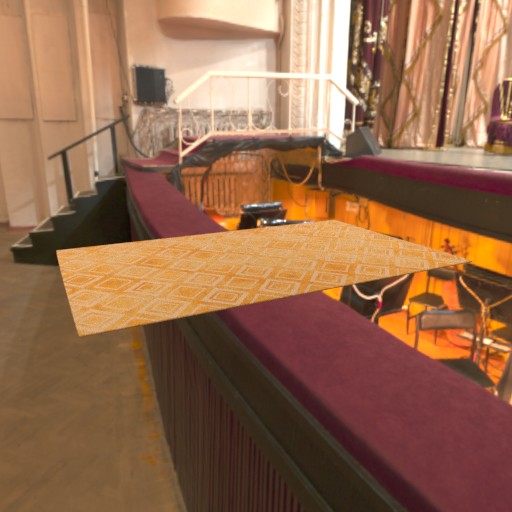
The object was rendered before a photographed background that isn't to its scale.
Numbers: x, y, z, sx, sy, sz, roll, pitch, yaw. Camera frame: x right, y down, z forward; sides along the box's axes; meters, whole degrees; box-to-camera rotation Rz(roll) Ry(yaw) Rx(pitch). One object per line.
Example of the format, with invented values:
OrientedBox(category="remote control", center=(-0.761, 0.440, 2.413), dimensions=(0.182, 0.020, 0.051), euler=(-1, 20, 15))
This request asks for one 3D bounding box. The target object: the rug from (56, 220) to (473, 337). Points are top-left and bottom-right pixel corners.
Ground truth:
OrientedBox(category="rug", center=(0.000, 0.000, 3.018), dimensions=(2.424, 0.010, 1.511), euler=(-8, 18, -26))
